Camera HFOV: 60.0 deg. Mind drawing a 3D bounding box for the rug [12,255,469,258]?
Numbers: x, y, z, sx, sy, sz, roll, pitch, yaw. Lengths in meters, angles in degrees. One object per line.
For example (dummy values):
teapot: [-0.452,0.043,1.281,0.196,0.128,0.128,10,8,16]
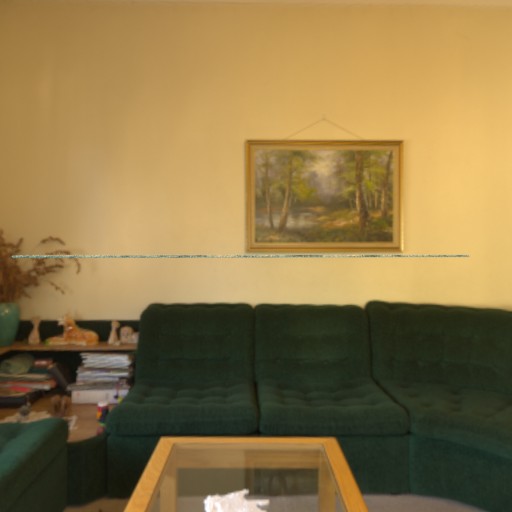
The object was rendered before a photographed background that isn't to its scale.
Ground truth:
rug: [0.000,0.000,2.624,2.435,0.011,0.750,0,0,-18]
